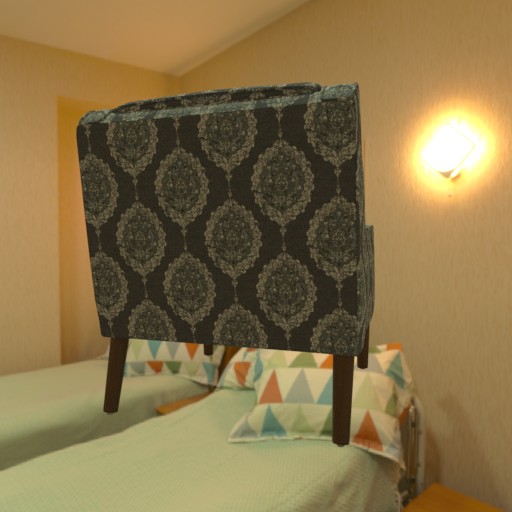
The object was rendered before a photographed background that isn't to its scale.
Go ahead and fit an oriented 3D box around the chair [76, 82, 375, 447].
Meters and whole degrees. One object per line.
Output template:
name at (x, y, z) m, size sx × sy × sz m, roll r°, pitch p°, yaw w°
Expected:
chair at (0.000, 0.000, 1.302) m, size 0.663 × 0.792 × 0.743 m, roll 1°, pitch 2°, yaw 18°
